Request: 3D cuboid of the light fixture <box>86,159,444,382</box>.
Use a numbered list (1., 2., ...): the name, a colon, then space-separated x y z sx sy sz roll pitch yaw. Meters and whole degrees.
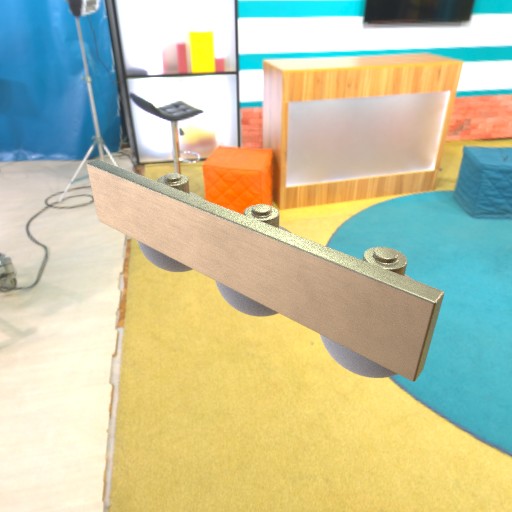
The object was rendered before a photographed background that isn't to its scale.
1. light fixture: 0.000 0.000 0.848 0.721 0.263 0.218 24 39 33
